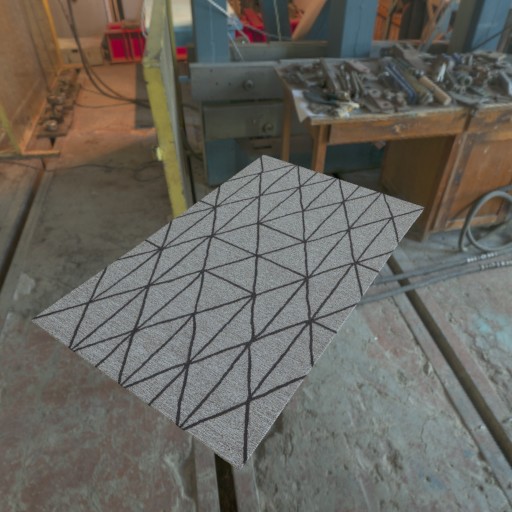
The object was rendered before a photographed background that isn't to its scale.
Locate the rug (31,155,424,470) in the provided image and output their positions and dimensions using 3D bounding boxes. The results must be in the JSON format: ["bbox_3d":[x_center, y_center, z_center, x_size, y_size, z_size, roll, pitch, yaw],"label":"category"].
[{"bbox_3d":[0.000,0.000,3.049,1.526,0.008,2.465,24,46,25],"label":"rug"}]
